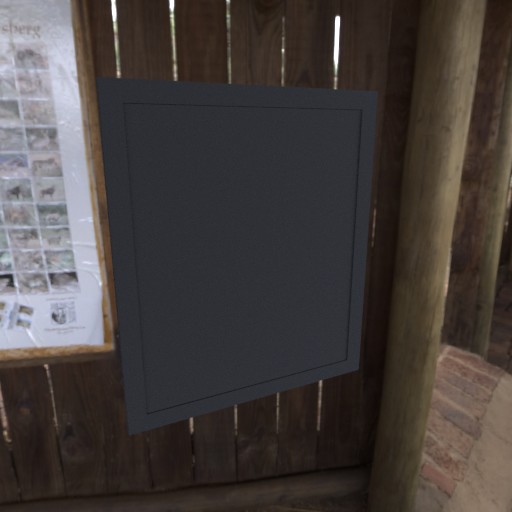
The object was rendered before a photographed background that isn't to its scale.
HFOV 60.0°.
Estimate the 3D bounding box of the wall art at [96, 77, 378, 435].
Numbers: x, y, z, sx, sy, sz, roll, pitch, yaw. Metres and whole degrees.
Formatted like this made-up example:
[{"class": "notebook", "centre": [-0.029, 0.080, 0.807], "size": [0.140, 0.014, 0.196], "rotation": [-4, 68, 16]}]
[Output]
[{"class": "wall art", "centre": [0.000, 0.000, 0.501], "size": [0.311, 0.361, 0.010], "rotation": [-8, 17, -25]}]
